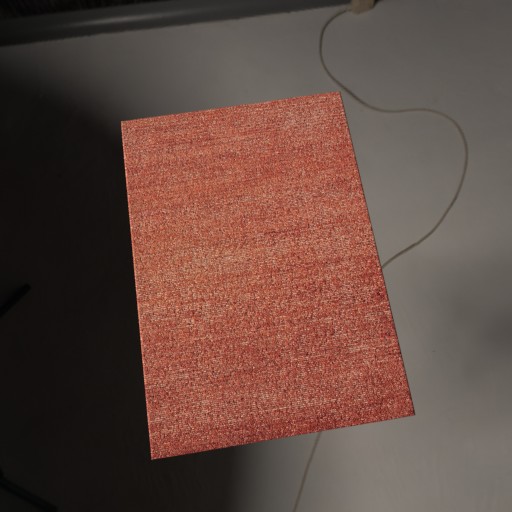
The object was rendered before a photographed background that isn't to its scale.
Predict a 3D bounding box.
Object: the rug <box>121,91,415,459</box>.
[{"bbox_3d":[0.000,0.000,5.125,2.803,0.025,3.965,-9,76,-2],"label":"rug"}]
